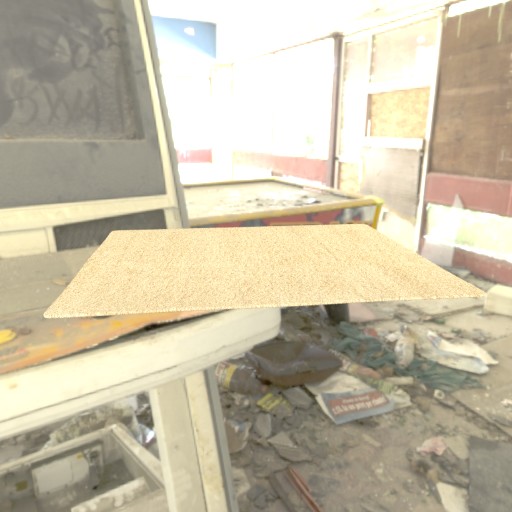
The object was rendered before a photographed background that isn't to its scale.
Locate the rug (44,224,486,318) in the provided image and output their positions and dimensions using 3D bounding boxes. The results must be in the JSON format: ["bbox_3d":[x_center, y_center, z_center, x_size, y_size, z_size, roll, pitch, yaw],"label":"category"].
[{"bbox_3d":[0.000,0.000,4.091,3.001,0.025,2.401,-2,16,-7],"label":"rug"}]
